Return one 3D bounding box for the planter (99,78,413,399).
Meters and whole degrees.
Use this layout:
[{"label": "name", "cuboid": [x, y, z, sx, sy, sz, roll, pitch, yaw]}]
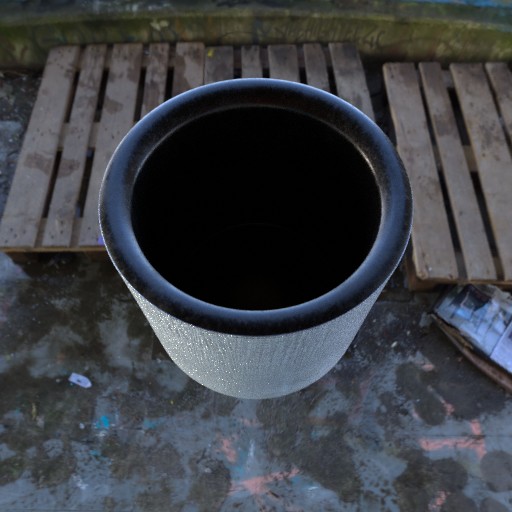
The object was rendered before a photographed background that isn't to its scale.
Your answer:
[{"label": "planter", "cuboid": [0.000, 0.000, 0.291, 0.160, 0.156, 0.160, 0, 62, 0]}]
